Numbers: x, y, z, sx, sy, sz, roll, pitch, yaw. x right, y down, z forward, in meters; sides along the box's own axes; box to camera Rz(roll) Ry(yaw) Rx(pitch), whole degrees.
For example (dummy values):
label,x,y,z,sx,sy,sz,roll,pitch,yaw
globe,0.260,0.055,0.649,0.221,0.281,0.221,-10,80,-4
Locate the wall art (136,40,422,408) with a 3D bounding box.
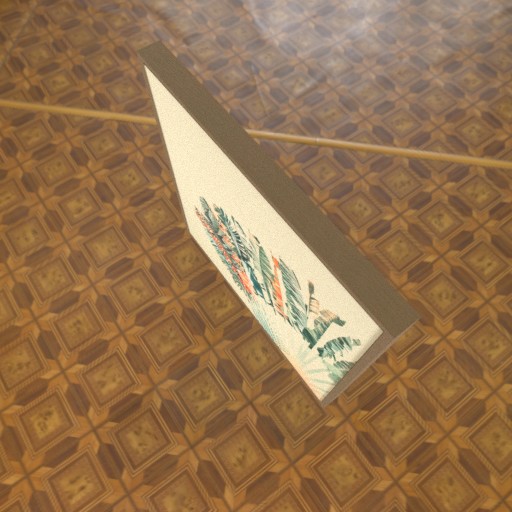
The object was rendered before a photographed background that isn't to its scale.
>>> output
label,x,y,z,sx,sy,sz,roll,pitch,yaw
wall art,0.000,0.000,0.758,0.038,0.506,0.508,-34,68,-15
